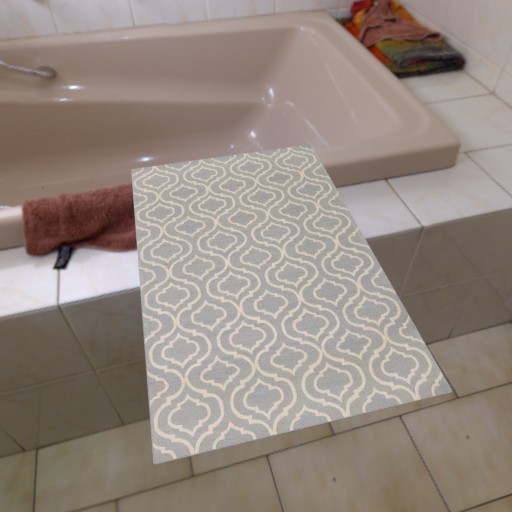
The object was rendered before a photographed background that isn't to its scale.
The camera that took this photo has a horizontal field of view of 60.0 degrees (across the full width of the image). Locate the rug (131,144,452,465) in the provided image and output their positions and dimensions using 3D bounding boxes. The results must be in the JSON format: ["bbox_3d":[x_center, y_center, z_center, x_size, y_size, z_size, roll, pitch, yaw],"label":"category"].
[{"bbox_3d":[0.000,0.000,2.197,1.141,0.015,1.749,-10,48,-9],"label":"rug"}]
